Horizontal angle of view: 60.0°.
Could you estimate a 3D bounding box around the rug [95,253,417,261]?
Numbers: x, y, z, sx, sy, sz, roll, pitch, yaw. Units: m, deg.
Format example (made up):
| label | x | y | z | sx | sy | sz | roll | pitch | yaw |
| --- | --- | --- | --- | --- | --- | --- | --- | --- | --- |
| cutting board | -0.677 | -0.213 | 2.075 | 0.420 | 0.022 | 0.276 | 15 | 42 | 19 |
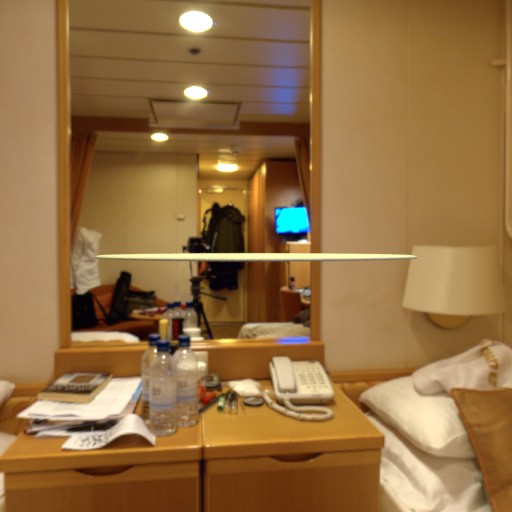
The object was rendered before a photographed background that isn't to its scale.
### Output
| label | x | y | z | sx | sy | sz | roll | pitch | yaw |
| --- | --- | --- | --- | --- | --- | --- | --- | --- | --- |
| rug | 0.000 | 0.000 | 2.325 | 1.593 | 0.012 | 1.593 | 0 | 1 | 0 |
